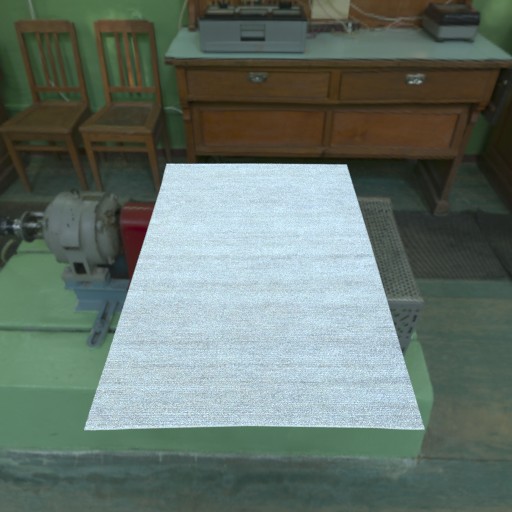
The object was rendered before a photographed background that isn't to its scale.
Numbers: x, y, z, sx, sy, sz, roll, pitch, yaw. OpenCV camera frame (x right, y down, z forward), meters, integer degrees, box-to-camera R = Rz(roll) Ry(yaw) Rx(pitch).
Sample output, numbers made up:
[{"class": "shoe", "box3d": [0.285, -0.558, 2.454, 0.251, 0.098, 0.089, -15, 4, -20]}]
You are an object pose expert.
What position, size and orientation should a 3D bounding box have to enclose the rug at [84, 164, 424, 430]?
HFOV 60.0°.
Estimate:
[{"class": "rug", "box3d": [0.000, 0.000, 2.208, 1.179, 0.022, 1.820, 0, 41, 0]}]
